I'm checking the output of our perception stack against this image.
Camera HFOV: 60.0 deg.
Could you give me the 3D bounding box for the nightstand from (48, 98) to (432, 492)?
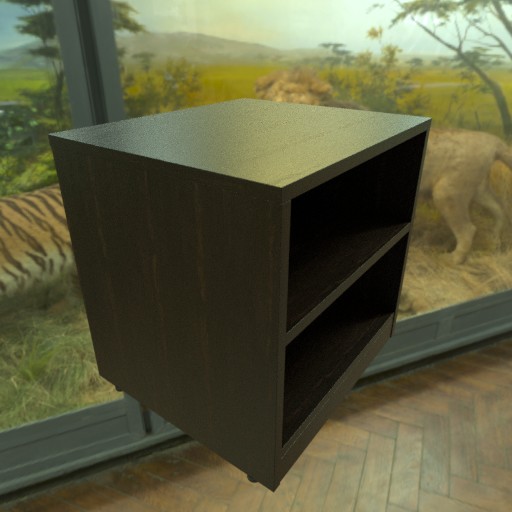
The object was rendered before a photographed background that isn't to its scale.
[{"bbox_3d":[0.000,0.000,0.846,0.427,0.487,0.489,19,33,32],"label":"nightstand"}]
